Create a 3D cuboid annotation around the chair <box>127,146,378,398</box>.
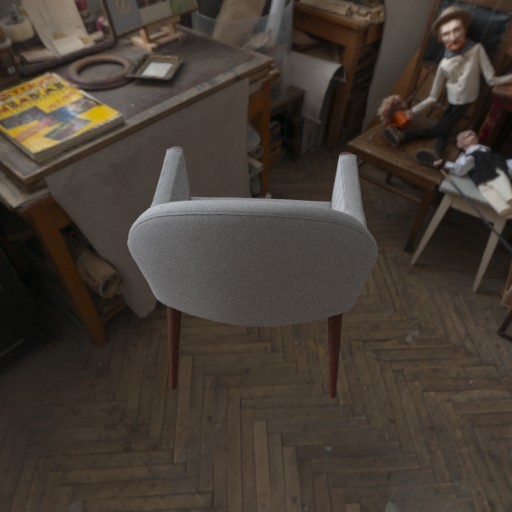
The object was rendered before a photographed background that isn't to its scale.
[{"bbox_3d":[0.000,0.000,1.314,0.610,0.889,0.620,2,47,2],"label":"chair"}]
